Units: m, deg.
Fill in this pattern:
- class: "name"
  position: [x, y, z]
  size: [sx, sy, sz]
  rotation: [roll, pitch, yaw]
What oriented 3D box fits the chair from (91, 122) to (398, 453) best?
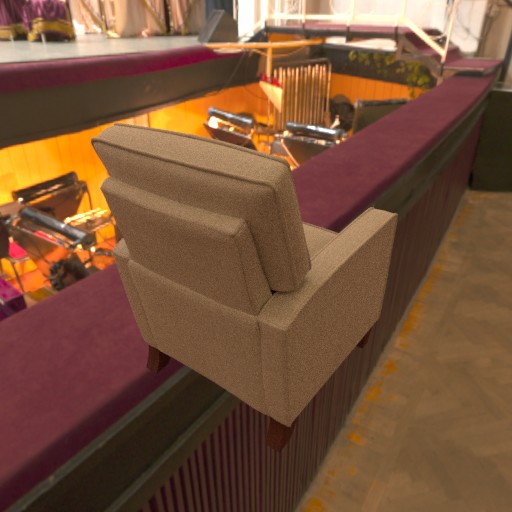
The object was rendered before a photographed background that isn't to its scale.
- class: "chair"
  position: [0.000, 0.000, 1.437]
  size: [0.648, 0.888, 0.754]
  rotation: [20, 35, 32]
